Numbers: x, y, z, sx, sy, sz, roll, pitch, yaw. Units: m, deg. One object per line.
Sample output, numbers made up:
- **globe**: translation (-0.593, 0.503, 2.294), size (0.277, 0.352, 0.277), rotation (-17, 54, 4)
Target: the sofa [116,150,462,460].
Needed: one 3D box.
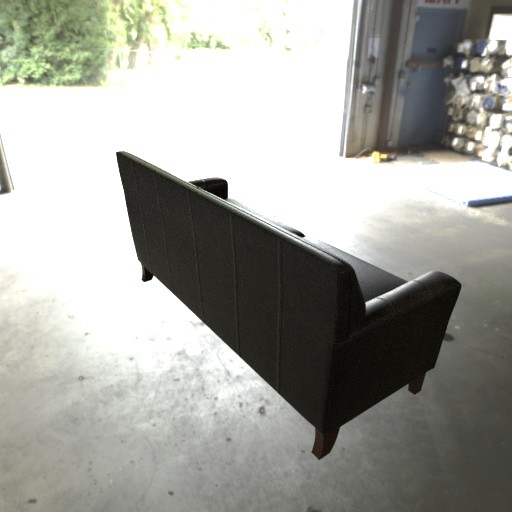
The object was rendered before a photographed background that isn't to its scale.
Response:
- **sofa**: translation (0.000, 0.000, 2.538), size (0.805, 0.947, 2.053), rotation (-17, 31, -31)
